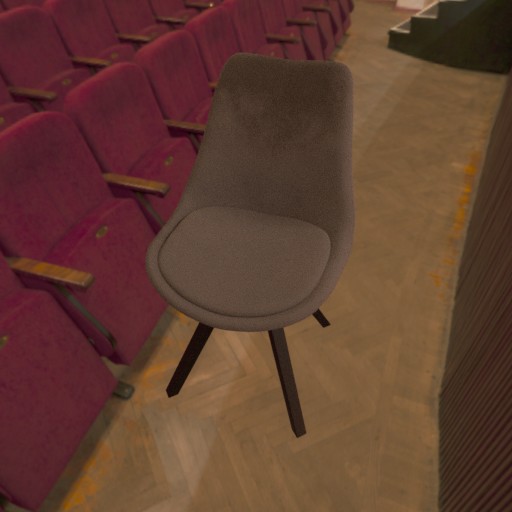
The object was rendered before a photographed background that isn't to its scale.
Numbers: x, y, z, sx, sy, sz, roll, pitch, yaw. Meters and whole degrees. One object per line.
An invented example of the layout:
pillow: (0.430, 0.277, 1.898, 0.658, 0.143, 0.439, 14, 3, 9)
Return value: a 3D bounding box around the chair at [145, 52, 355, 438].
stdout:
chair: (0.000, 0.000, 1.161, 0.476, 0.850, 0.550, 12, 42, 14)
